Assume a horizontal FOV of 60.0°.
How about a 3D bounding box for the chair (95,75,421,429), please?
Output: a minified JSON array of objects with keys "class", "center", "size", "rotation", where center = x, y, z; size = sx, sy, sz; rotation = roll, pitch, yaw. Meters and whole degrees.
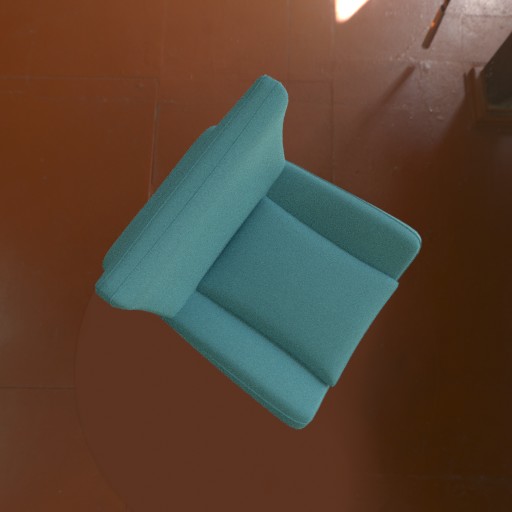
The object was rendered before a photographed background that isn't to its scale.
[{"class":"chair","center":[0.000,0.000,1.671],"size":[1.008,0.855,0.859],"rotation":[34,79,7]}]
